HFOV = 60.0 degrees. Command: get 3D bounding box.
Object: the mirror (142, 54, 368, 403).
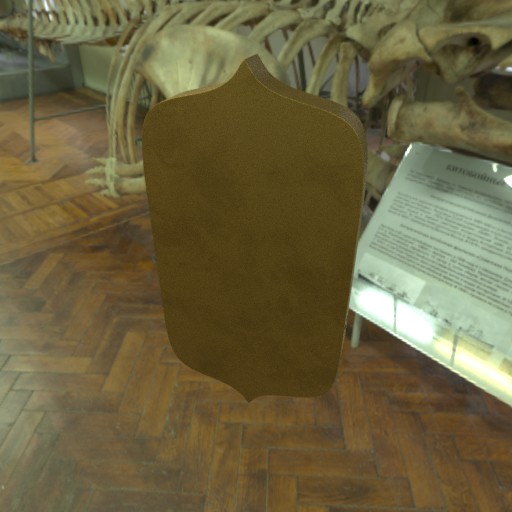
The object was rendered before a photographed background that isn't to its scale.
[{"bbox_3d":[0.000,0.000,0.734,0.323,0.613,0.096,10,33,15],"label":"mirror"}]
